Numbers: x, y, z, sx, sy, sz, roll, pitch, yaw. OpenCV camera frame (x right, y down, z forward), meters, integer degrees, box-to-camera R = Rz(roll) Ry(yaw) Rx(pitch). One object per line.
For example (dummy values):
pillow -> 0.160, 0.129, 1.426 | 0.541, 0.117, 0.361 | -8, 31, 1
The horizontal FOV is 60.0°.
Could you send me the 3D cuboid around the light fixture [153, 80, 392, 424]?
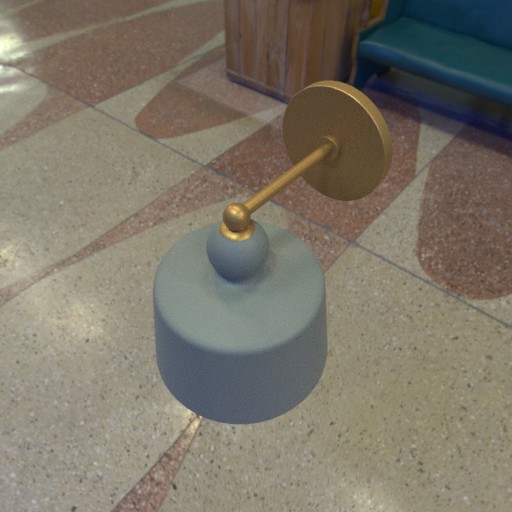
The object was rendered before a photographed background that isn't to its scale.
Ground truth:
light fixture -> 0.000, 0.000, 0.447 | 0.204, 0.268, 0.254 | 33, 56, 26
